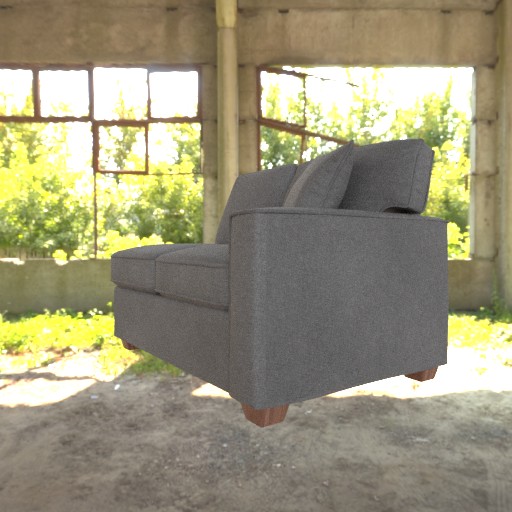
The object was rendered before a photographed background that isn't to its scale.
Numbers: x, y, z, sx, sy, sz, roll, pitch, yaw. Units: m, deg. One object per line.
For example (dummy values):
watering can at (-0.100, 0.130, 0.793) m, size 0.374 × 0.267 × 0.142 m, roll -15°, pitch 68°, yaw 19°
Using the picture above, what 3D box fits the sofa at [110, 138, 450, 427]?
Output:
sofa at (0.000, 0.000, 2.081) m, size 0.991 × 0.989 × 1.388 m, roll -1°, pitch 1°, yaw -35°
